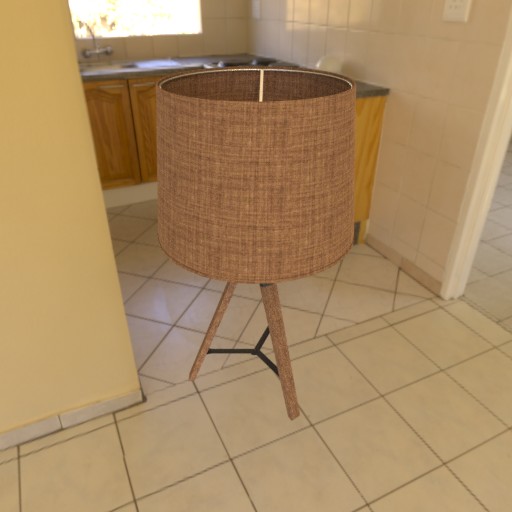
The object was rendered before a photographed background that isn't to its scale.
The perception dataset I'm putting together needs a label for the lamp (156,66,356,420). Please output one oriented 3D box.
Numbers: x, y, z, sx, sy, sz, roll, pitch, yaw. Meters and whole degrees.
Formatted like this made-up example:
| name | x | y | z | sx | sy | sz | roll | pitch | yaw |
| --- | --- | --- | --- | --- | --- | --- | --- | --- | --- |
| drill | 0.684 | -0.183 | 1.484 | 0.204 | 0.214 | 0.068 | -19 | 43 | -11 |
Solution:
| name | x | y | z | sx | sy | sz | roll | pitch | yaw |
| --- | --- | --- | --- | --- | --- | --- | --- | --- | --- |
| lamp | 0.000 | 0.000 | 0.689 | 0.290 | 0.514 | 0.290 | 0 | 31 | 0 |
